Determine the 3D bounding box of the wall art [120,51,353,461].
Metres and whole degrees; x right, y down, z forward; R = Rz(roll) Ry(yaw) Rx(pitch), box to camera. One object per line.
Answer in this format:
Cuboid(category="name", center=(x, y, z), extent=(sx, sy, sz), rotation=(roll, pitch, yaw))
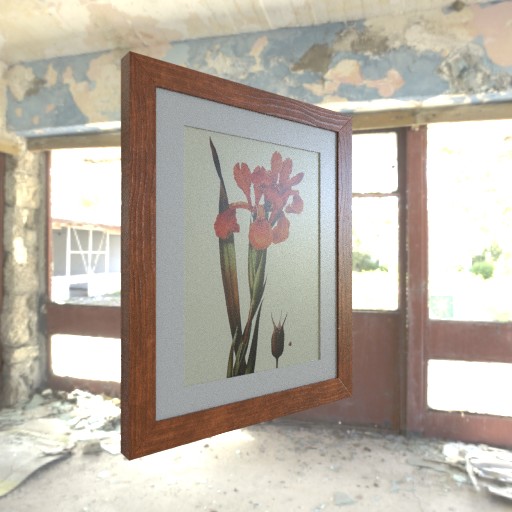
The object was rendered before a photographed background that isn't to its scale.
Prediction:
Cuboid(category="wall art", center=(0.000, 0.000, 0.768), extent=(0.467, 0.567, 0.033), rotation=(0, 0, -38))
